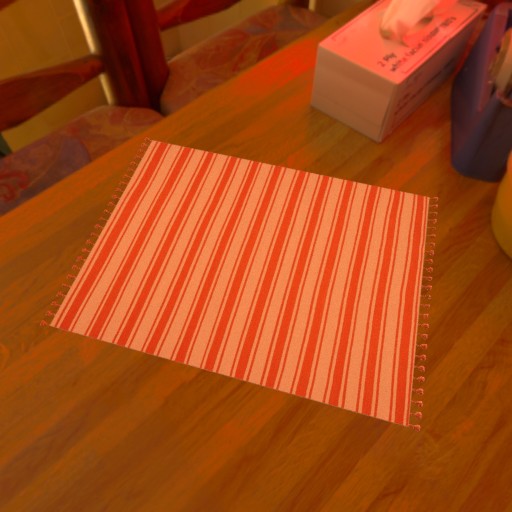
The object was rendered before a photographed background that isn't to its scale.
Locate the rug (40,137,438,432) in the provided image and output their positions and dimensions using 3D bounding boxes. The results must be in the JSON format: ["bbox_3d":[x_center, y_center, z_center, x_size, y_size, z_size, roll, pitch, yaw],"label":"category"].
[{"bbox_3d":[0.000,0.000,4.349,3.369,0.035,2.451,13,59,8],"label":"rug"}]
